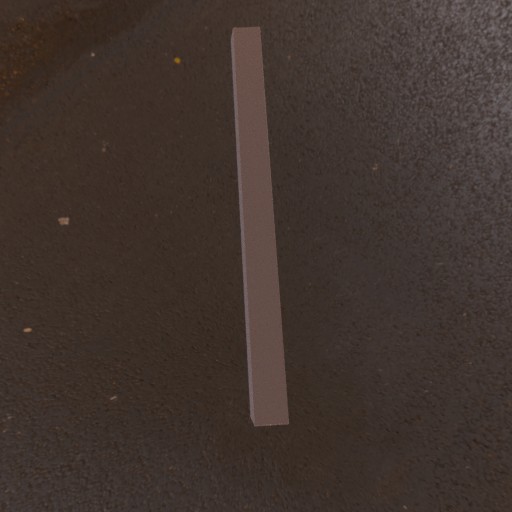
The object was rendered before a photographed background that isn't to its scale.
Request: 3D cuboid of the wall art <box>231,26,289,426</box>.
[{"bbox_3d":[0.000,0.000,0.536,0.028,0.349,0.349,-3,75,-1],"label":"wall art"}]
